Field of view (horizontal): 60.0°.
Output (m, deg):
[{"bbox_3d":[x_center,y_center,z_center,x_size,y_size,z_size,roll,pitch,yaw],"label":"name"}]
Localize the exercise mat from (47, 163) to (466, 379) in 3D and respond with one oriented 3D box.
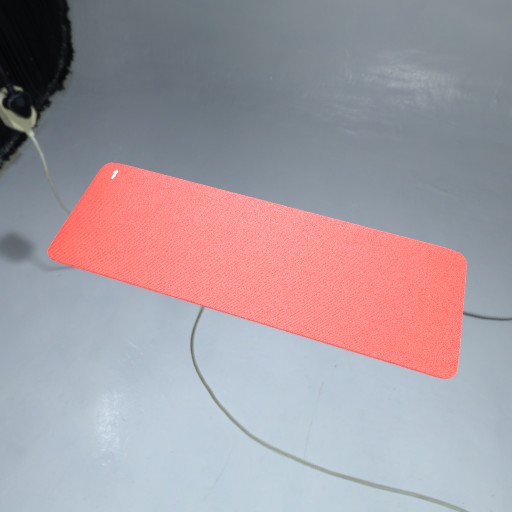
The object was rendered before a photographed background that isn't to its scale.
[{"bbox_3d":[0.000,0.000,2.049,1.869,0.021,0.616,16,61,9],"label":"exercise mat"}]
